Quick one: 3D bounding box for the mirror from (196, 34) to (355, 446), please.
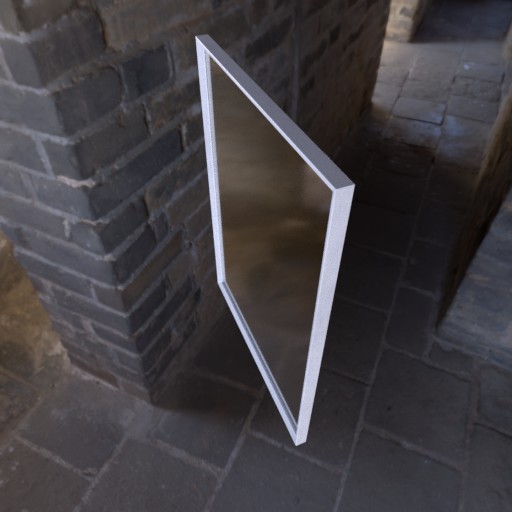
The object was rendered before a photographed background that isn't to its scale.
[{"bbox_3d":[0.000,0.000,1.328,0.041,1.016,0.762,-16,47,-16],"label":"mirror"}]
